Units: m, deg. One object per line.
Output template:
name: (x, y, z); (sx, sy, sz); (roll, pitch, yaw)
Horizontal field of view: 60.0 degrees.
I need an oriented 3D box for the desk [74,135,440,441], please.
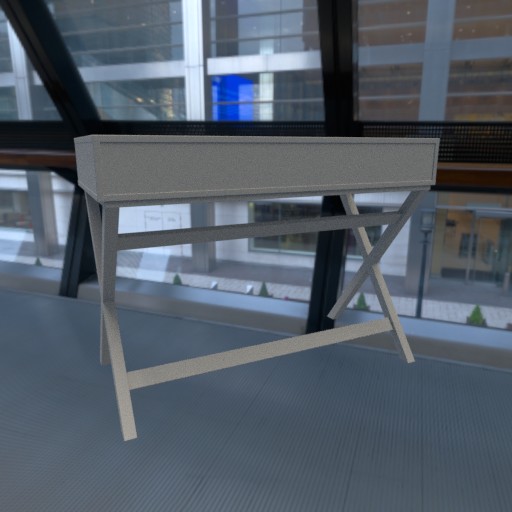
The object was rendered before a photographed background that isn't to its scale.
desk: (0.000, 0.000, 1.522); (1.057, 0.780, 0.525); (-7, 15, -25)
